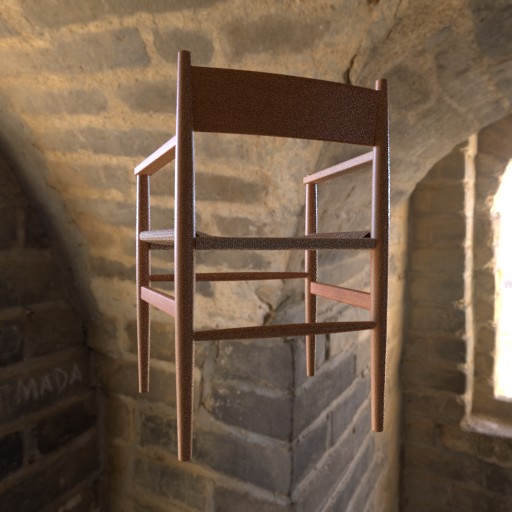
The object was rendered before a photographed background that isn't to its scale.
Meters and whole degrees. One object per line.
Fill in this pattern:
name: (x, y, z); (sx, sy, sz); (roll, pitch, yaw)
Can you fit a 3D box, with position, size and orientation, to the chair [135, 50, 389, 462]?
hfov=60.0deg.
chair: (0.000, 0.000, 1.102); (0.556, 0.762, 0.495); (0, 1, -18)
